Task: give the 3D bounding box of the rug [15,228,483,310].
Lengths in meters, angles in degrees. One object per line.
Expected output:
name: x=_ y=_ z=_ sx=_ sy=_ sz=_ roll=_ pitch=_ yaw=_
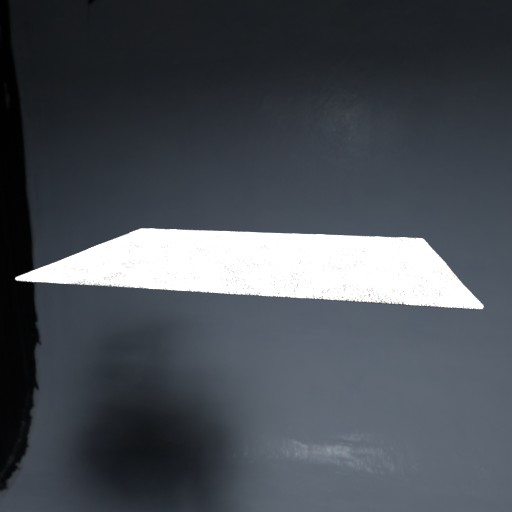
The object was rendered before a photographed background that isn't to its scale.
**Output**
rug: x=0.000 y=0.000 z=3.347 sx=2.701 sy=0.026 sz=1.801 roll=3 pitch=14 yaw=11
